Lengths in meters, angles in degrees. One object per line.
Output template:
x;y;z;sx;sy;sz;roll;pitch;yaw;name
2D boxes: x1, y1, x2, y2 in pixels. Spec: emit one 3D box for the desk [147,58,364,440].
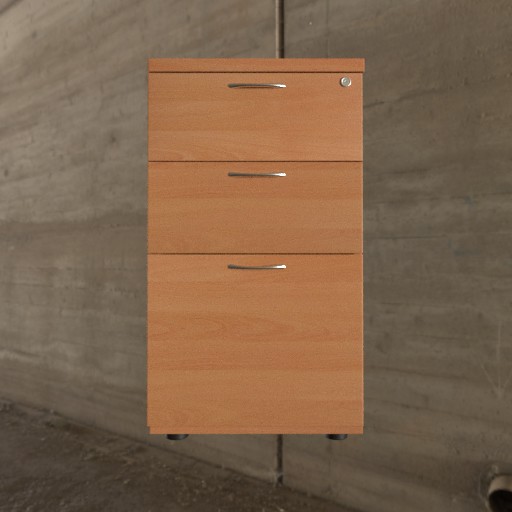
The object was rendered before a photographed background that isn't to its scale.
0.000;0.000;1.110;0.404;0.730;0.600;0;-1;0;desk
